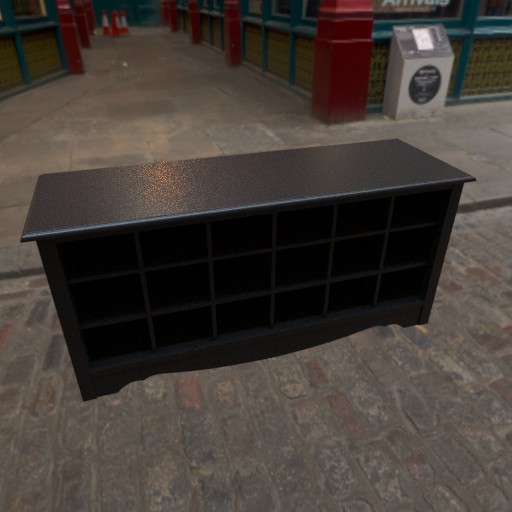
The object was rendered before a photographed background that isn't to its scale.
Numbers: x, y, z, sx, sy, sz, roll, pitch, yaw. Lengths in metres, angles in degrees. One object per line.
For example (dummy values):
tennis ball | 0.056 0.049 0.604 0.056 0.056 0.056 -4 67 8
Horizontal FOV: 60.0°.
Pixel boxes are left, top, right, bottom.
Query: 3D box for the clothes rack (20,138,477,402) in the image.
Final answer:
clothes rack | 0.000 0.000 1.437 1.219 0.556 0.406 -9 32 -15
